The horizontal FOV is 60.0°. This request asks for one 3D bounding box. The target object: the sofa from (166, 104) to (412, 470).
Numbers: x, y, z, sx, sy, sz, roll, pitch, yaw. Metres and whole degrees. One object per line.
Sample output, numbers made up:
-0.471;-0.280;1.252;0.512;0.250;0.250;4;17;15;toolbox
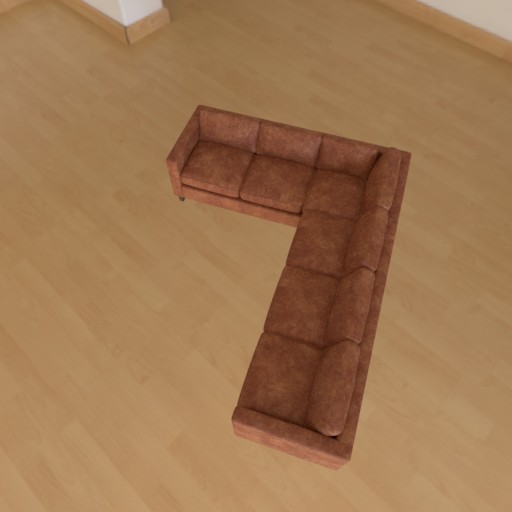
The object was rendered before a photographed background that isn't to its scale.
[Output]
0.000;0.000;4.331;2.438;0.838;3.150;16;60;9;sofa
